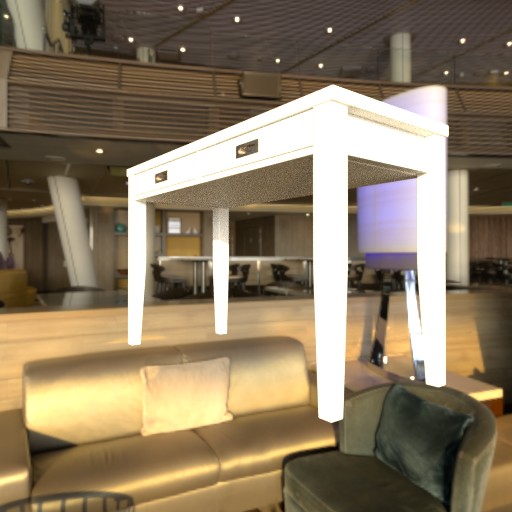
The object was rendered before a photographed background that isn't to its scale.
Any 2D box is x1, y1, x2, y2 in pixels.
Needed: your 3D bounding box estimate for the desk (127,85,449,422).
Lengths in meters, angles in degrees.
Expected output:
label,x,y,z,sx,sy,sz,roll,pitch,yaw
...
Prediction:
label,x,y,z,sx,sy,sz,roll,pitch,yaw
desk,0.000,0.000,1.643,0.508,0.775,1.220,0,-1,-38
